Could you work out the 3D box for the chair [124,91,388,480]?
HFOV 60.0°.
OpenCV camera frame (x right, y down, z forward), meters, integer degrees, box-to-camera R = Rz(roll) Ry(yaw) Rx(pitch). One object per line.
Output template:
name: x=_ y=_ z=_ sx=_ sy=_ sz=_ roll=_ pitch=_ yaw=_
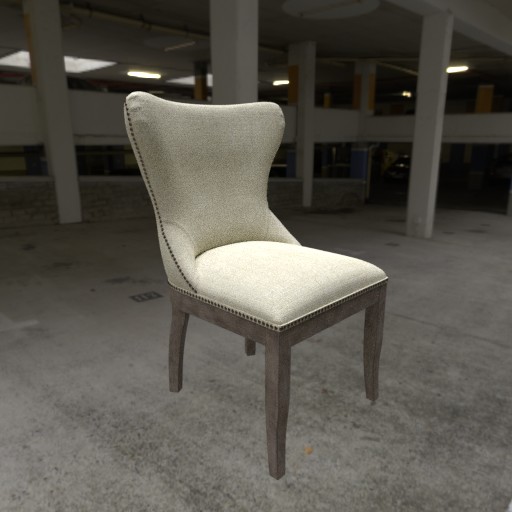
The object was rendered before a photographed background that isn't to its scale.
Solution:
chair: x=0.000 y=0.000 z=1.452 sx=0.681 sy=1.002 sz=0.654 roll=14 pitch=20 yaw=42
